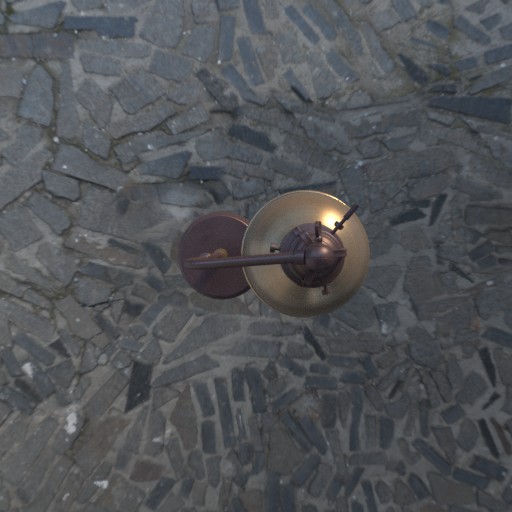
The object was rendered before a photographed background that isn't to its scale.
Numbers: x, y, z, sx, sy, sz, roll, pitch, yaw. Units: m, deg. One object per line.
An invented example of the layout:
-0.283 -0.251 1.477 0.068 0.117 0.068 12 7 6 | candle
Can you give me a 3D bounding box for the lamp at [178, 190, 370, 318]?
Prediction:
0.000 0.000 0.600 0.298 0.469 0.175 0 91 0 | lamp
